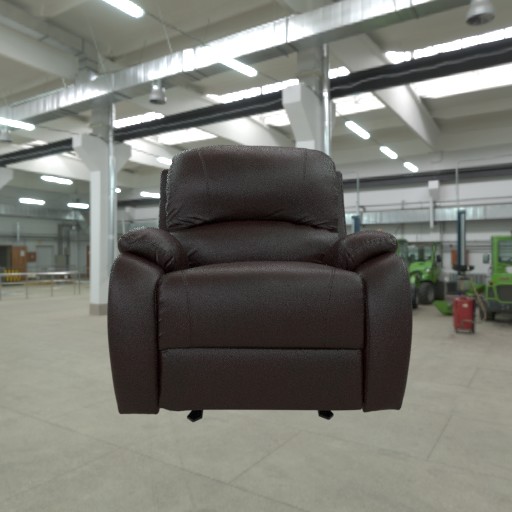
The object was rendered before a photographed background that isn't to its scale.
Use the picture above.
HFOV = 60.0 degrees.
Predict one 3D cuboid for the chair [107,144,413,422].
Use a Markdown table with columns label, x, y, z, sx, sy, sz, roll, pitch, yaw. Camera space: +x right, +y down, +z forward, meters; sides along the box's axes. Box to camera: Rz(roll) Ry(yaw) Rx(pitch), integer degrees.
| label | x | y | z | sx | sy | sz | roll | pitch | yaw |
| --- | --- | --- | --- | --- | --- | --- | --- | --- | --- |
| chair | 0.000 | 0.000 | 1.726 | 0.930 | 1.011 | 0.899 | 0 | 0 | -3 |
